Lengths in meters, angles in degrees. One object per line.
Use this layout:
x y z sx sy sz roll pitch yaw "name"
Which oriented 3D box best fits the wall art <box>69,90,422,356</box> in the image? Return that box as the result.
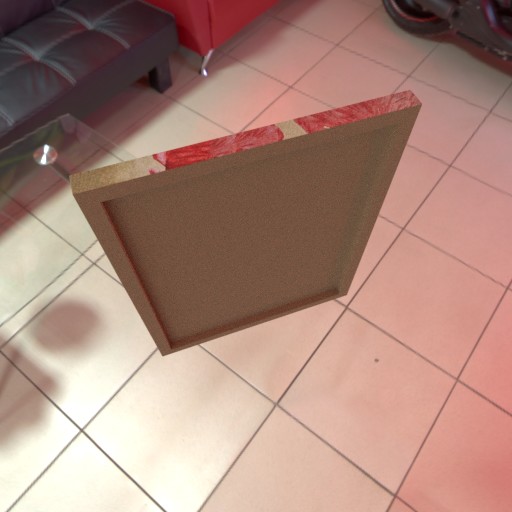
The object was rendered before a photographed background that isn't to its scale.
0.000 0.000 0.710 0.406 0.508 0.028 -17 60 -10 "wall art"
